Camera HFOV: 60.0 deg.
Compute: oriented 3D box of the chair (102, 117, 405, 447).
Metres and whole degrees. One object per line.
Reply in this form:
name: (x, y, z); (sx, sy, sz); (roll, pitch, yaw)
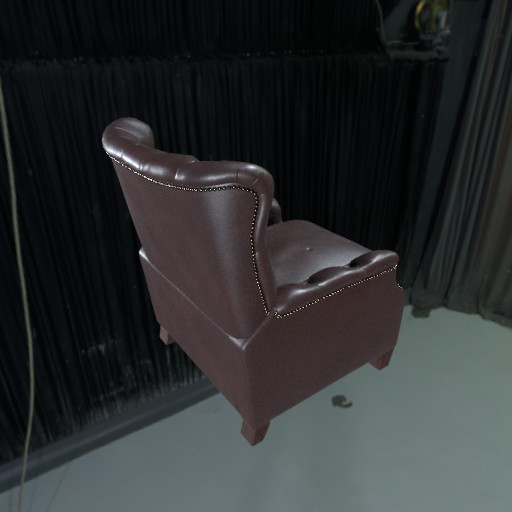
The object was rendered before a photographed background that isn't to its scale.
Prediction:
chair: (0.000, 0.000, 1.489); (0.823, 0.864, 0.709); (-18, 32, -31)
